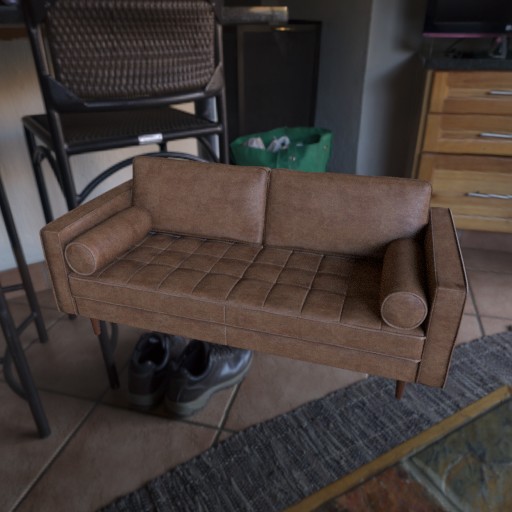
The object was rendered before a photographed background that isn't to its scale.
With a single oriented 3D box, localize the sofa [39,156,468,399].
[{"bbox_3d":[0.000,0.000,2.319,1.920,0.825,0.924,8,28,15],"label":"sofa"}]
